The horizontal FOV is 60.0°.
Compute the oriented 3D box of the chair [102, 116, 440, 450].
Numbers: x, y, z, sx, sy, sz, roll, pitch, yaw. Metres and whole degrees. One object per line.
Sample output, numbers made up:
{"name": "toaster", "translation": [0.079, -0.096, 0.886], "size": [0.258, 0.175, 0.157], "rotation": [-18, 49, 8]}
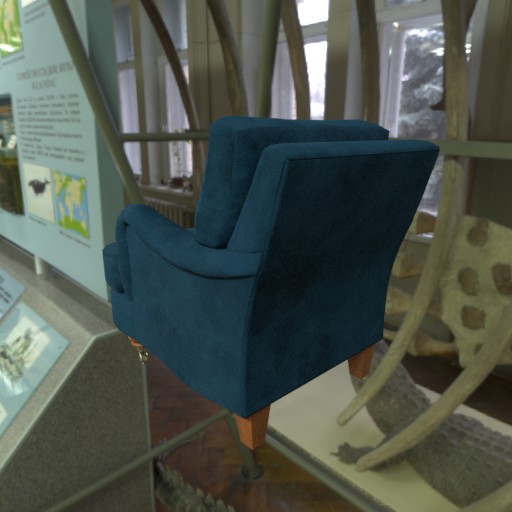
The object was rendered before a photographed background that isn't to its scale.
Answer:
{"name": "chair", "translation": [0.000, 0.000, 1.823], "size": [0.895, 1.076, 1.078], "rotation": [-15, 21, -41]}
